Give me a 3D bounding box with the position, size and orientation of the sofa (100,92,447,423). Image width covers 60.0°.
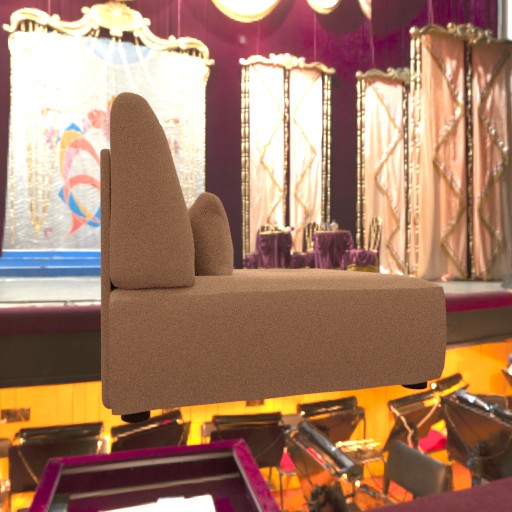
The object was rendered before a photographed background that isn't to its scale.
[{"bbox_3d":[0.000,0.000,1.535,1.000,0.820,0.700,0,0,-17],"label":"sofa"}]
